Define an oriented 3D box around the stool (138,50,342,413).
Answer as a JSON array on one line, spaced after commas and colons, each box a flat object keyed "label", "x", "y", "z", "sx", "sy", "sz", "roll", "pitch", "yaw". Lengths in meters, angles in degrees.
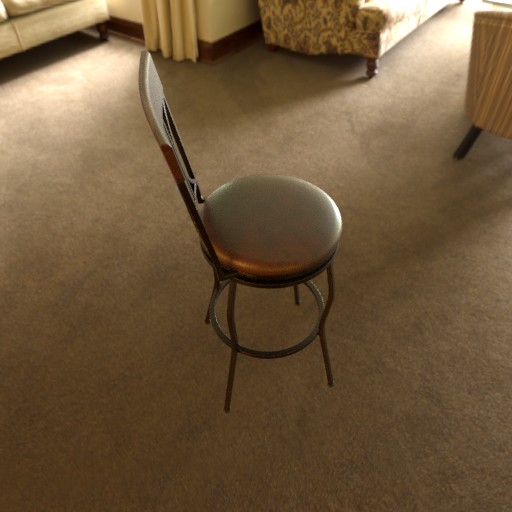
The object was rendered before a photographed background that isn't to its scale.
[{"label": "stool", "x": 0.000, "y": 0.000, "z": 1.388, "sx": 0.513, "sy": 1.130, "sz": 0.448, "roll": -10, "pitch": 47, "yaw": -10}]
